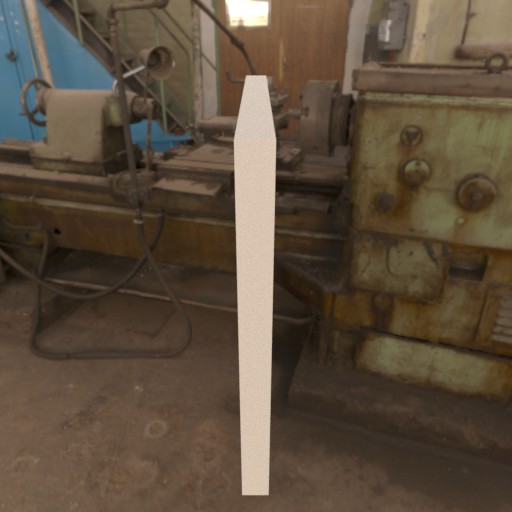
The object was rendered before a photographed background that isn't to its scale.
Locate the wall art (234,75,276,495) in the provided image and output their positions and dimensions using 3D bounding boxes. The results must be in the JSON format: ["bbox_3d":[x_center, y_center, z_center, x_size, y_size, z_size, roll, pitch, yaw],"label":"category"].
[{"bbox_3d":[0.000,0.000,1.882,0.098,1.291,1.289,0,28,0],"label":"wall art"}]
